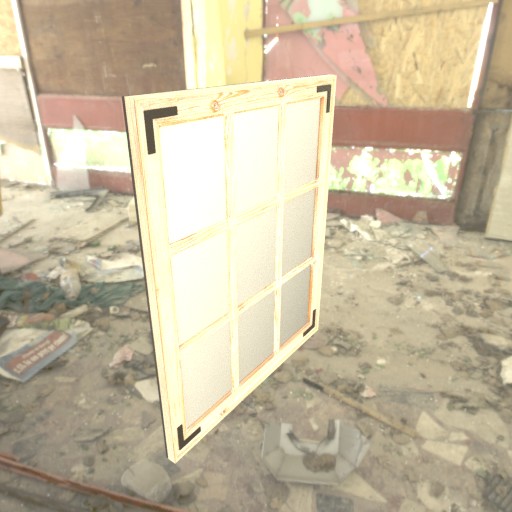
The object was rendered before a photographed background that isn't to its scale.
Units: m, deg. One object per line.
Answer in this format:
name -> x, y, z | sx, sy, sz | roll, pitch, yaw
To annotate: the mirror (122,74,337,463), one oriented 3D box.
mirror -> 0.000, 0.000, 1.209 | 0.032, 0.882, 0.730 | 18, 31, 33
